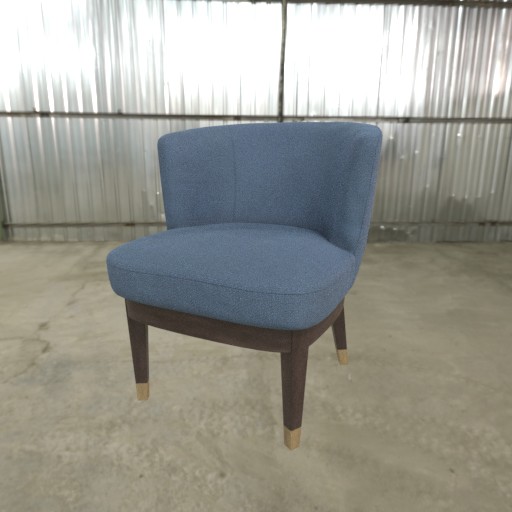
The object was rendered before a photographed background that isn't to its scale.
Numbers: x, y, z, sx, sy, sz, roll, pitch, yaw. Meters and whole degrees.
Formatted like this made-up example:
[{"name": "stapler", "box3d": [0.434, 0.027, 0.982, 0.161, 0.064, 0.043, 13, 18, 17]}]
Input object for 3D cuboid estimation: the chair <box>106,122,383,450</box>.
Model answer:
[{"name": "chair", "box3d": [0.000, 0.000, 1.281, 0.661, 0.760, 0.702, 7, 17, 26]}]
